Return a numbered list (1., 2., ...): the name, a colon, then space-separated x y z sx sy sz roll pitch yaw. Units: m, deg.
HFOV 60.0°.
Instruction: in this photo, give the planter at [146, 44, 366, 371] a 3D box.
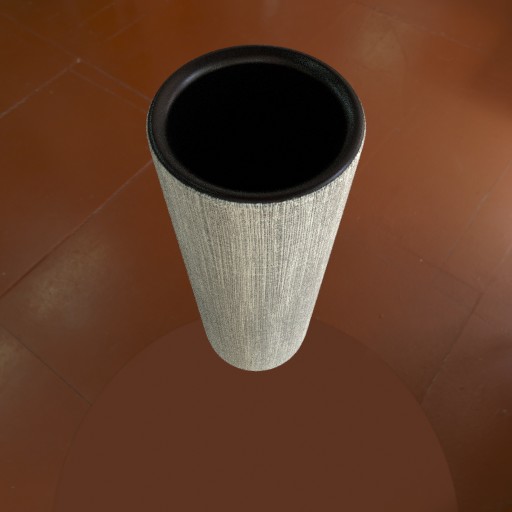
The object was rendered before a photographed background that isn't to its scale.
1. planter: 0.000 0.000 0.319 0.100 0.270 0.100 -17 63 -9
